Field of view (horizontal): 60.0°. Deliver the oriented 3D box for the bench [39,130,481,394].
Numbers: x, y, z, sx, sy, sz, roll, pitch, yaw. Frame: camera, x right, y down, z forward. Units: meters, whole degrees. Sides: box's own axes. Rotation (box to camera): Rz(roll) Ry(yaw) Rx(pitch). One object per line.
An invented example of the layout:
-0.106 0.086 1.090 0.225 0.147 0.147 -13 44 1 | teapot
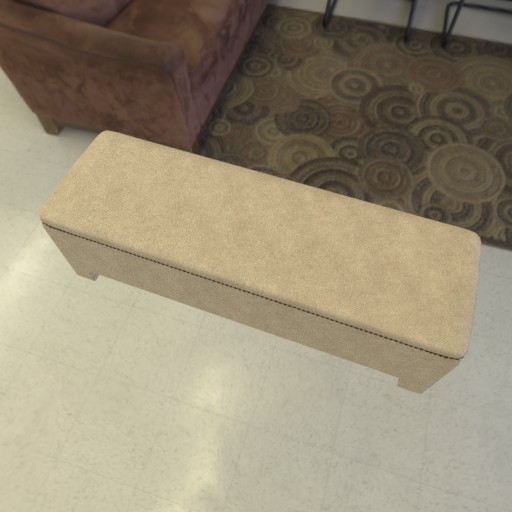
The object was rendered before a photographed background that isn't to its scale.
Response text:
0.000 0.000 1.688 1.482 0.447 0.470 17 61 10 | bench
